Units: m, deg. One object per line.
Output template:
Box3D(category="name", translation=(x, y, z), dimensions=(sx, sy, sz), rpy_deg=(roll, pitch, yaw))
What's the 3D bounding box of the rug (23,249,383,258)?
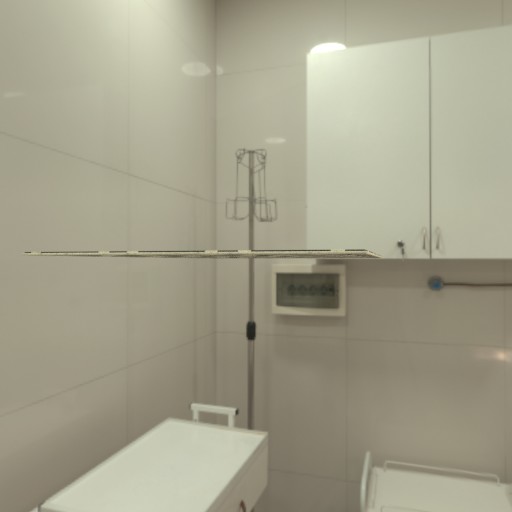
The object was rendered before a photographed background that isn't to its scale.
Box3D(category="rug", translation=(0.000, 0.000, 2.916), dimensions=(1.555, 0.016, 2.286), rpy_deg=(0, -1, 17))
